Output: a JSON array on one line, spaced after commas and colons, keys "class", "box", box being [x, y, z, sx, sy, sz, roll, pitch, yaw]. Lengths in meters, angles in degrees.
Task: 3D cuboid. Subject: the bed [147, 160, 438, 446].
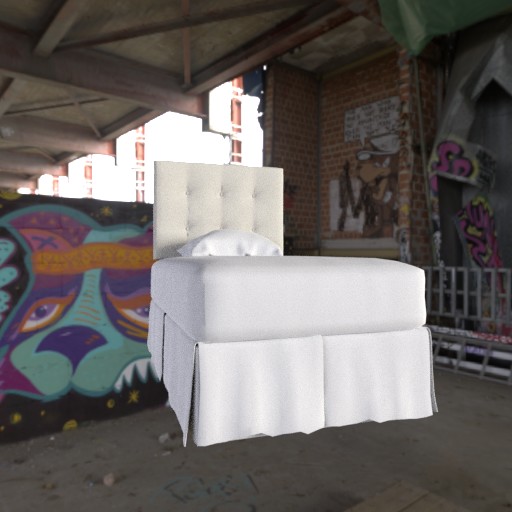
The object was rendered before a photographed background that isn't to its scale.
[{"class": "bed", "box": [0.000, 0.000, 2.906, 1.261, 1.571, 1.997, 0, 0, -19]}]
